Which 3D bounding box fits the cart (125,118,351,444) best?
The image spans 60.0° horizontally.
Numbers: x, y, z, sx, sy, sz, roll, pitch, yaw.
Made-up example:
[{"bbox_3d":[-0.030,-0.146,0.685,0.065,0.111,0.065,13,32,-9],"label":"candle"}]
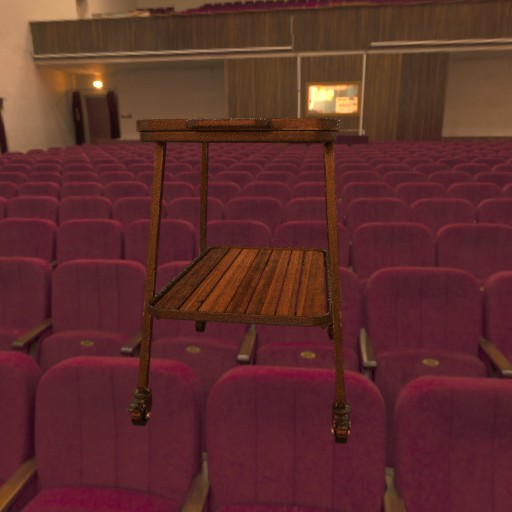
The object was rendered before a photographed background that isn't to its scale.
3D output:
[{"bbox_3d":[0.000,0.000,1.242,0.515,0.700,0.806,2,14,8],"label":"cart"}]
